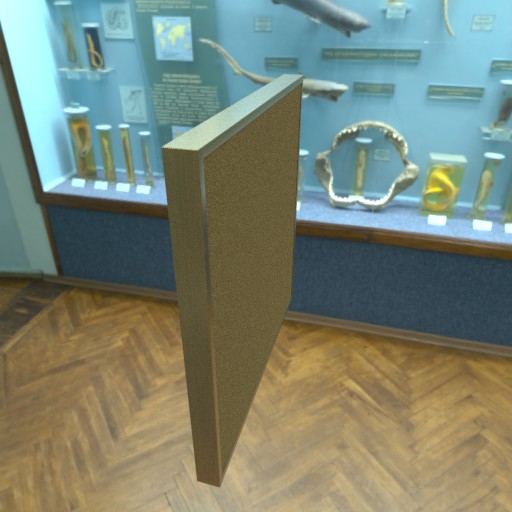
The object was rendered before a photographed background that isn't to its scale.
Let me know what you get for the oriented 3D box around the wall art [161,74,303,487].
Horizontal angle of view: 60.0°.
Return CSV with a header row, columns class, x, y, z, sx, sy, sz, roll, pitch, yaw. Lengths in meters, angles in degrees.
class,x,y,z,sx,sy,sz,roll,pitch,yaw
wall art,0.000,0.000,0.744,0.037,0.505,0.505,8,31,14
